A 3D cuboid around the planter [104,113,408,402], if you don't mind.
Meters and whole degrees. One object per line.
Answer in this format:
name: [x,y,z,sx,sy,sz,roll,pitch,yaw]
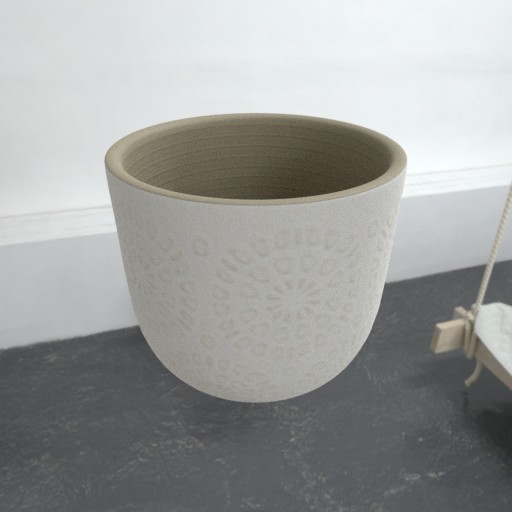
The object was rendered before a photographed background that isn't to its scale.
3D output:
planter: [0.000,0.000,0.216,0.124,0.109,0.124,0,30,0]
